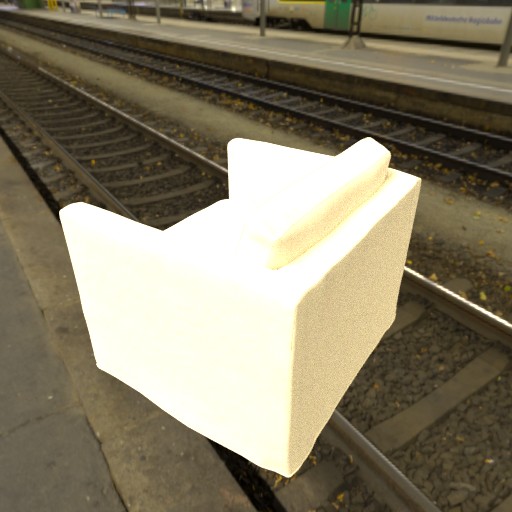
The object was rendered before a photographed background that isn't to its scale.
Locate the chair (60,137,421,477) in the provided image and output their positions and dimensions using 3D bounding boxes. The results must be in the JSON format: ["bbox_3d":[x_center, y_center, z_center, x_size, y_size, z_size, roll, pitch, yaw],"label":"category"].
[{"bbox_3d":[0.000,0.000,1.762,0.947,0.851,1.057,19,36,29],"label":"chair"}]
